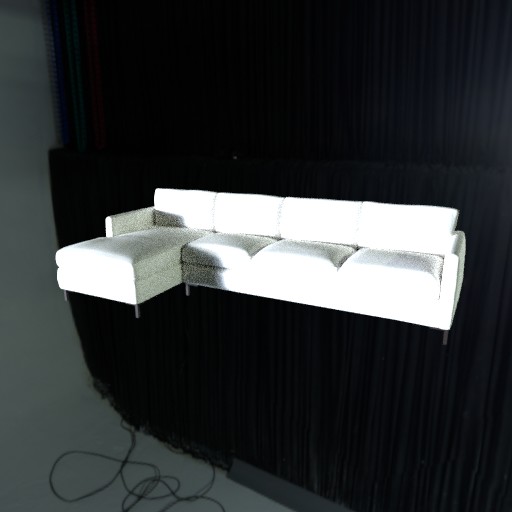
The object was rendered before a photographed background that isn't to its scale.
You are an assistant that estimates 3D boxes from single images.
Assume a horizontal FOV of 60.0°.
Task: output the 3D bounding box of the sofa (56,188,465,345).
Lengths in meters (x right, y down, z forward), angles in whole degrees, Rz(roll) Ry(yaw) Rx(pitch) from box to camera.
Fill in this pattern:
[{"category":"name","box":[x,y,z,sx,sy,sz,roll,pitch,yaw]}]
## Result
[{"category":"sofa","box":[0.000,0.000,3.752,3.186,0.875,1.467,8,17,25]}]
